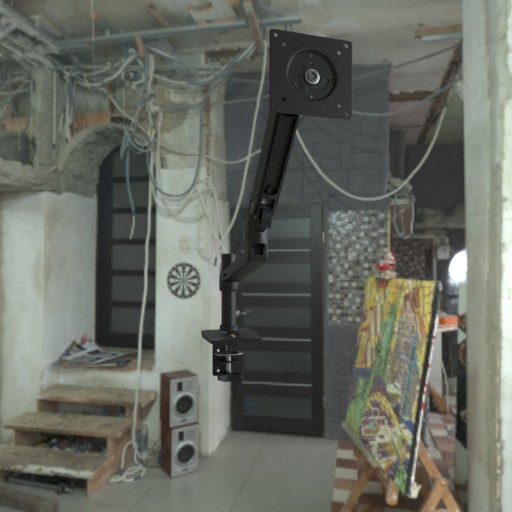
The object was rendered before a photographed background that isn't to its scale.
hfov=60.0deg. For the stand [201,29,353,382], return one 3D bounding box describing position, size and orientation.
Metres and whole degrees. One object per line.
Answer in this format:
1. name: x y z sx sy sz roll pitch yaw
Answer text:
1. stand: 0.000 0.000 1.031 0.152 0.713 0.650 0 -1 -17
